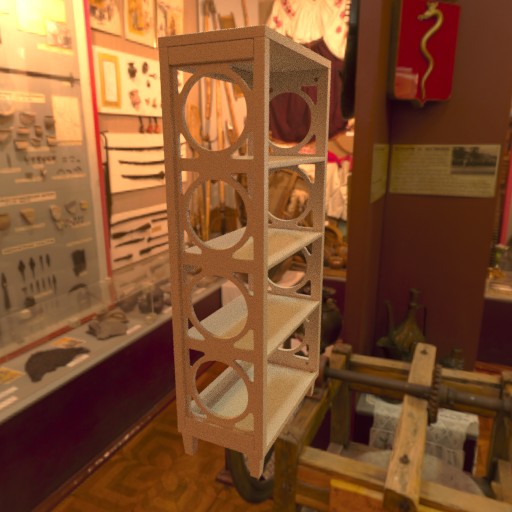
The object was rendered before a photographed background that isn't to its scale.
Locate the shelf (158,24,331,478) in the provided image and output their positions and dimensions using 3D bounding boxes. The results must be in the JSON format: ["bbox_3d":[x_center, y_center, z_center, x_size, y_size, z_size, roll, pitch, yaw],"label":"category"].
[{"bbox_3d":[0.000,0.000,1.652,0.340,1.411,0.611,7,16,24],"label":"shelf"}]
